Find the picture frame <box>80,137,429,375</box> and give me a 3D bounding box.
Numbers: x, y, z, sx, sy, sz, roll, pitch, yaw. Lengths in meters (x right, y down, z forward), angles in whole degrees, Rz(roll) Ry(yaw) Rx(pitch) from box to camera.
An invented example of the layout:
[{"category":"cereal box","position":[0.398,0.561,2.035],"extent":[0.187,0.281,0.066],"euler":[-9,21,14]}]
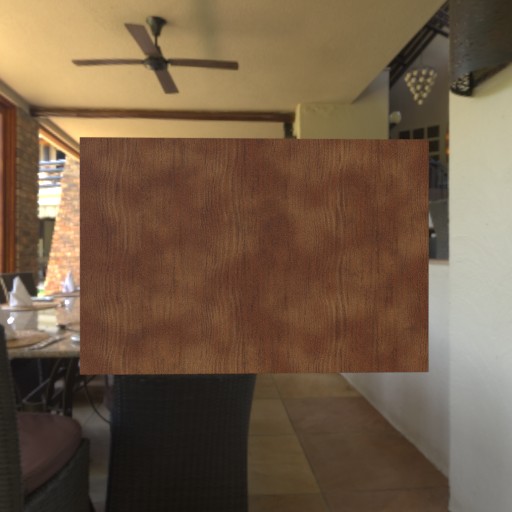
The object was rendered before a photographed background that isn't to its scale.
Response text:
[{"category":"picture frame","position":[0.000,0.000,1.221],"extent":[0.950,0.640,0.029],"euler":[0,0,-2]}]
